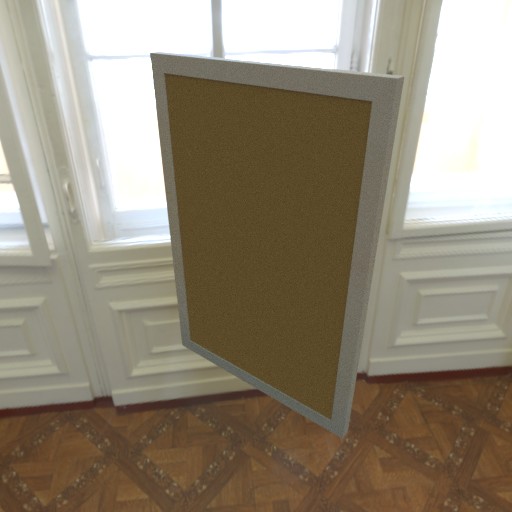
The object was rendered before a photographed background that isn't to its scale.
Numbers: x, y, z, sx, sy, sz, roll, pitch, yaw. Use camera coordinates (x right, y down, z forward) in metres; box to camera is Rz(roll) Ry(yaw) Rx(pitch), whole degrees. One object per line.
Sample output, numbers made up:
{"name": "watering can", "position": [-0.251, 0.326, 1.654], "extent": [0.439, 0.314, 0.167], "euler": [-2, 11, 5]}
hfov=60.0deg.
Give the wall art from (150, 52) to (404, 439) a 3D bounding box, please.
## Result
{"name": "wall art", "position": [0.000, 0.000, 1.417], "extent": [0.764, 1.143, 0.038], "euler": [21, 37, 31]}
